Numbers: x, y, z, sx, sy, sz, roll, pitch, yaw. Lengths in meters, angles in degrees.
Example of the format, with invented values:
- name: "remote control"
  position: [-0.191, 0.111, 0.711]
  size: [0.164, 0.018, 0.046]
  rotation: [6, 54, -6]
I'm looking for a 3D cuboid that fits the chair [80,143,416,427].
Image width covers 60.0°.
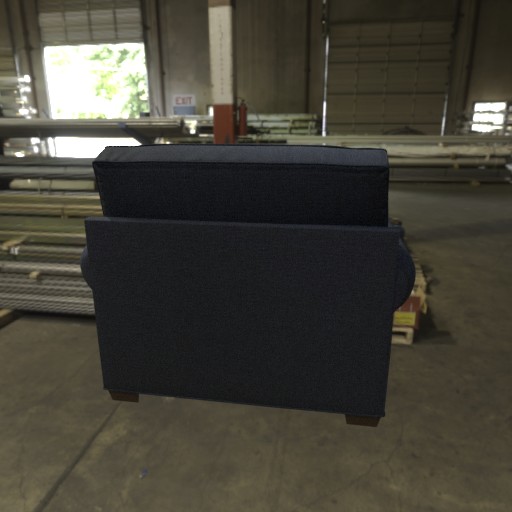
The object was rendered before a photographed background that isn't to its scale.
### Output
- name: "chair"
  position: [0.000, 0.000, 2.049]
  size: [1.285, 1.044, 0.963]
  rotation: [3, 17, 9]
